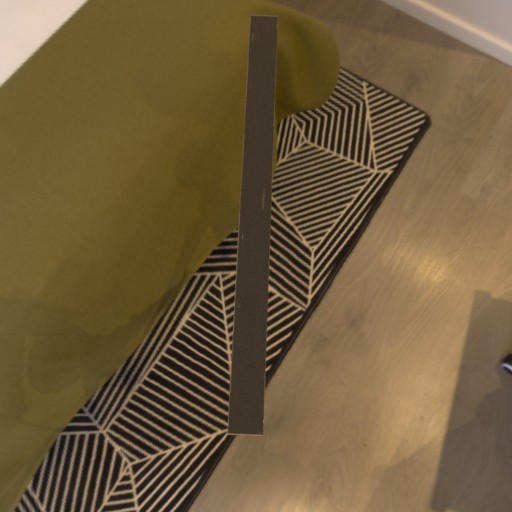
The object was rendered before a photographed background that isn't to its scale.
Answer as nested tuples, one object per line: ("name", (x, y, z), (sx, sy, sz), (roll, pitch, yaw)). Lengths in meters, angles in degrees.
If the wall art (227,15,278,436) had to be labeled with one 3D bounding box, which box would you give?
("wall art", (0.000, 0.000, 0.749), (0.036, 0.506, 0.506), (2, 75, 1))
